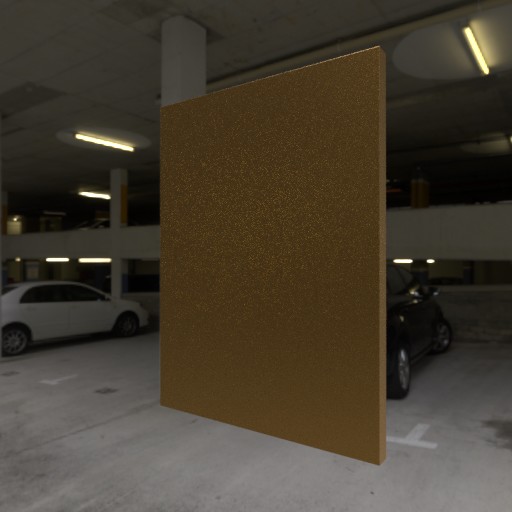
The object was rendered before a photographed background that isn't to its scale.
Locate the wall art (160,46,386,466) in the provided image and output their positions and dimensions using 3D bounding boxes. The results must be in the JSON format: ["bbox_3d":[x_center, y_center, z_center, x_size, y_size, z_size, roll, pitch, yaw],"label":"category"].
[{"bbox_3d":[0.000,0.000,1.047,0.610,0.812,0.038,0,0,35],"label":"wall art"}]
